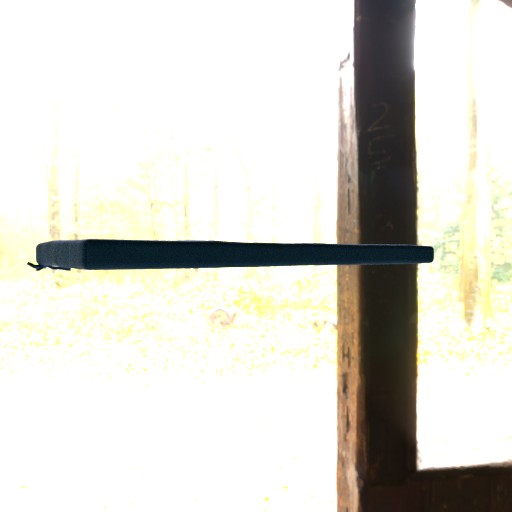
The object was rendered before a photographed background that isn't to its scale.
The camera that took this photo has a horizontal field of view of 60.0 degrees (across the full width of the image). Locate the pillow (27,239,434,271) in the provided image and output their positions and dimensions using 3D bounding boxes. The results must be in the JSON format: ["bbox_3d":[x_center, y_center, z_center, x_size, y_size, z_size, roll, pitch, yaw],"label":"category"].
[{"bbox_3d":[0.000,0.000,1.337,1.187,0.081,0.492,0,0,-37],"label":"pillow"}]
